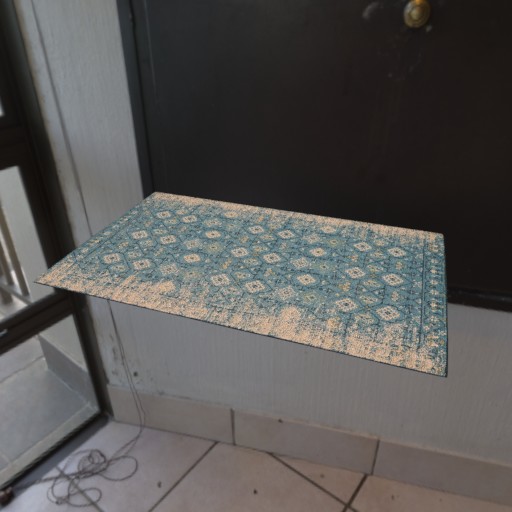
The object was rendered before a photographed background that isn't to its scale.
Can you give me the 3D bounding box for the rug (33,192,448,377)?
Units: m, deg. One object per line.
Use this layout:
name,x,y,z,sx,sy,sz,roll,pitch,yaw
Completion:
rug,0.000,0.000,2.220,1.795,0.008,1.102,10,33,16
